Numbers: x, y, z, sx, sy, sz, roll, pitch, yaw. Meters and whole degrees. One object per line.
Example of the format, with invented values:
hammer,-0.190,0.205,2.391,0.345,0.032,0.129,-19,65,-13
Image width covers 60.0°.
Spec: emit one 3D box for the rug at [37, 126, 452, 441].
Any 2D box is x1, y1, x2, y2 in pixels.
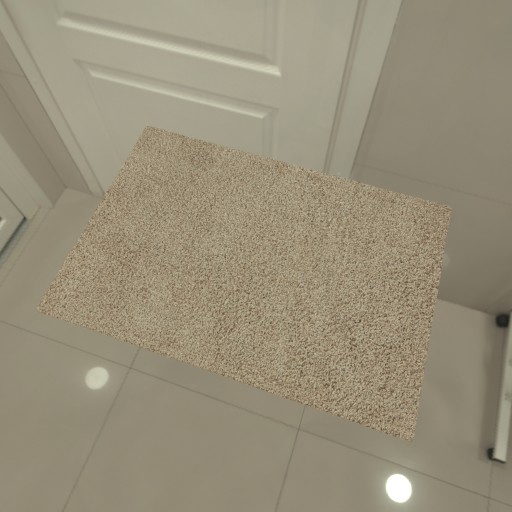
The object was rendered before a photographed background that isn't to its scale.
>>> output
rug,0.000,0.000,2.219,1.778,0.030,1.219,17,64,9
